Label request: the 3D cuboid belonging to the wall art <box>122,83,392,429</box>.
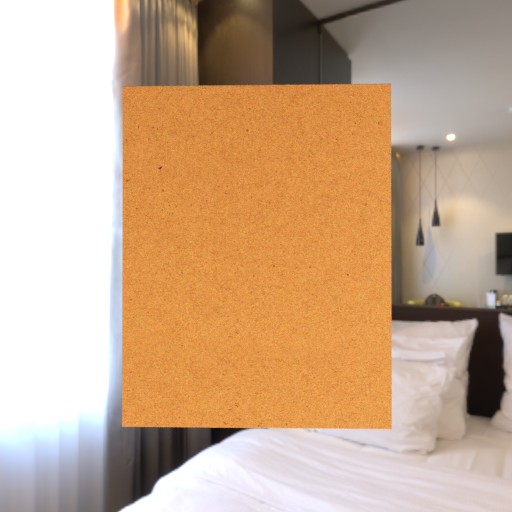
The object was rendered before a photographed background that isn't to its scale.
[{"bbox_3d":[0.000,0.000,0.802,0.481,0.613,0.020,0,0,1],"label":"wall art"}]
